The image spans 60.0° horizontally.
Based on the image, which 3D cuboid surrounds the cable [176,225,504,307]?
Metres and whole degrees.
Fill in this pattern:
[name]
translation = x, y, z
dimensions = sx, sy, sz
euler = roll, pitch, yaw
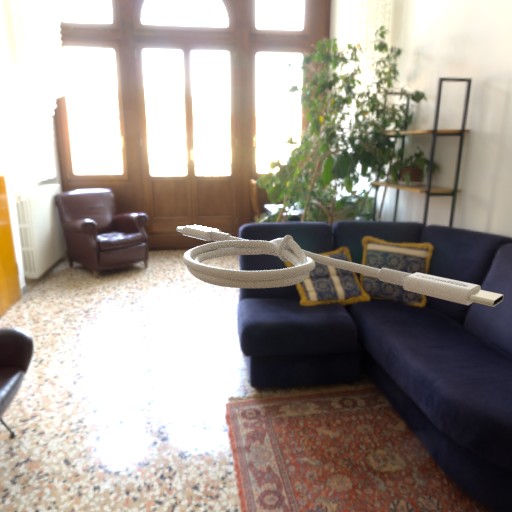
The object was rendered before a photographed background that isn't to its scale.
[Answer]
[cable]
translation = 0.000, 0.000, 0.216
dimensions = 0.070, 0.014, 0.203
euler = -13, 19, -42
